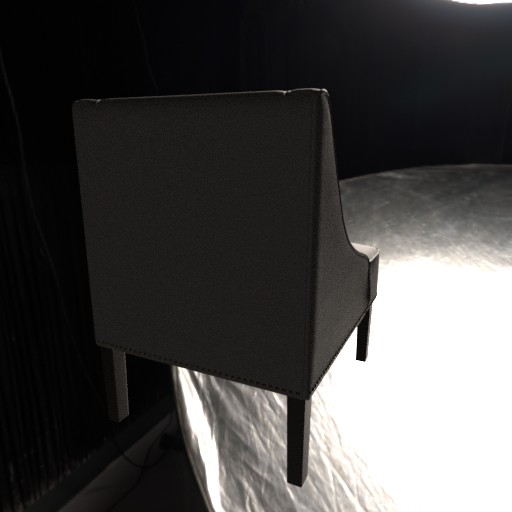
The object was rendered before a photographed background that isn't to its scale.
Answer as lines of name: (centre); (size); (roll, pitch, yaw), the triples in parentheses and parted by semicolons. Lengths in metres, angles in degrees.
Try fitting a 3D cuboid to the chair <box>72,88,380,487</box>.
chair: (0.000, 0.000, 1.339); (0.631, 0.867, 0.747); (7, 17, 25)
